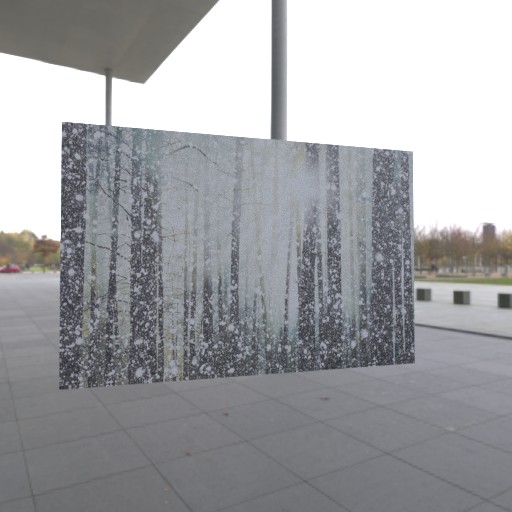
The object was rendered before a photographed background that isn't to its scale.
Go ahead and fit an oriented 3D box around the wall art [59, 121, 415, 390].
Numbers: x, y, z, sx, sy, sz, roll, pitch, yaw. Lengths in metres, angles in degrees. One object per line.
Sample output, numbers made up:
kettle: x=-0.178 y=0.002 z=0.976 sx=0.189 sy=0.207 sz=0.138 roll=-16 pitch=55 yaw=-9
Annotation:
wall art: x=0.000 y=0.000 z=1.134 sx=0.919 sy=0.598 sz=0.038 roll=0 pitch=-1 yaw=-16
